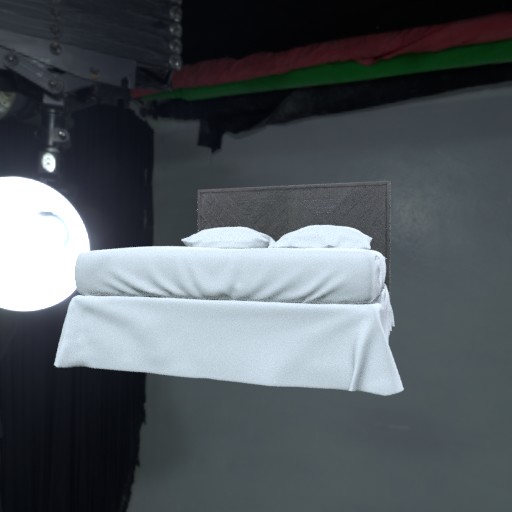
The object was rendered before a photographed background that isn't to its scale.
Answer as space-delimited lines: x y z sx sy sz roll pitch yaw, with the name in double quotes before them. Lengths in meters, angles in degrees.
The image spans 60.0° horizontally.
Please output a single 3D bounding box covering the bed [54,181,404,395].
"bed" 0.000 0.000 2.839 1.772 1.142 1.785 0 0 17
